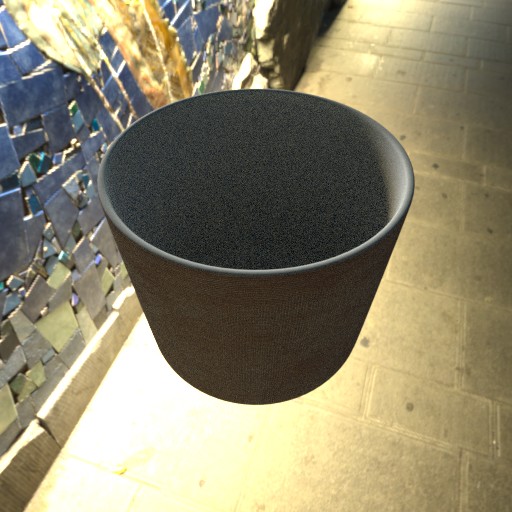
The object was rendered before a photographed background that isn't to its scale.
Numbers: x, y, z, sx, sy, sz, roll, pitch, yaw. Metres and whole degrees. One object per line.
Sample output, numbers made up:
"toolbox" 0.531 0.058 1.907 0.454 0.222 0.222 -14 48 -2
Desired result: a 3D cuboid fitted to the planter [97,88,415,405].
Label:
"planter" 0.000 0.000 0.774 0.440 0.398 0.440 0 46 0
